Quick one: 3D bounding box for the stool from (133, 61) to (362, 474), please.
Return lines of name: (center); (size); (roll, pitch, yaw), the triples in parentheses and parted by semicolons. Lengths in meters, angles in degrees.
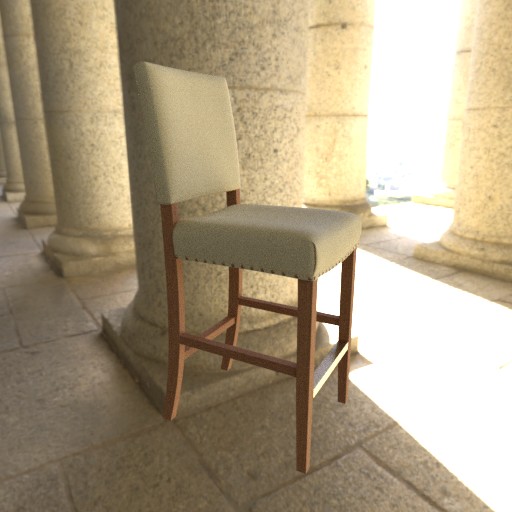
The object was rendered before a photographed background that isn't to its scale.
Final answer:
stool: (0.000, 0.000, 1.463); (0.584, 1.168, 0.445); (8, 18, 27)
